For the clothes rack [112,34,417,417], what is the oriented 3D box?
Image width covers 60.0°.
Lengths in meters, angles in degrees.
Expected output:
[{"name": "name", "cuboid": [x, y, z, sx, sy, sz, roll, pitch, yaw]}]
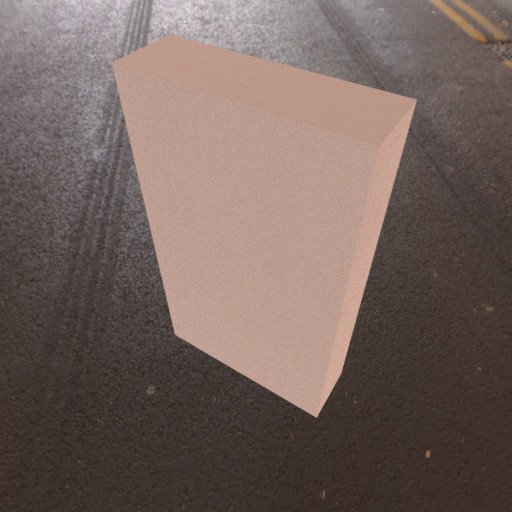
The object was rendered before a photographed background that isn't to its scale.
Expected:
[{"name": "clothes rack", "cuboid": [0.000, 0.000, 1.570, 0.750, 1.280, 0.250, 25, 51, 22]}]
